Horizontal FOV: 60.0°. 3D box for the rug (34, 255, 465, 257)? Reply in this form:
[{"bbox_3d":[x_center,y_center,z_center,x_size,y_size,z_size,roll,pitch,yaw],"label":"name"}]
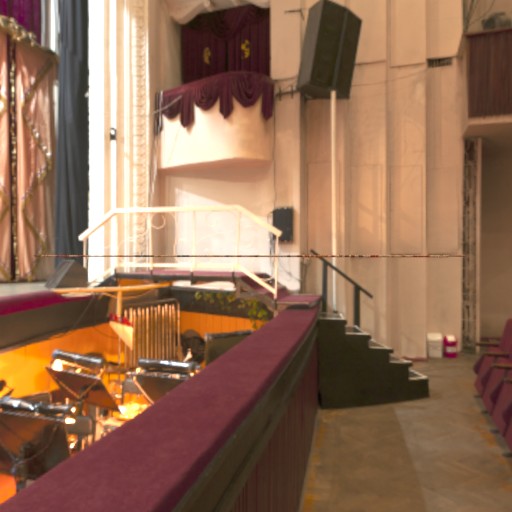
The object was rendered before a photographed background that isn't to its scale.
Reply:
[{"bbox_3d":[0.000,0.000,3.212,2.584,0.010,1.523,0,0,18],"label":"rug"}]
